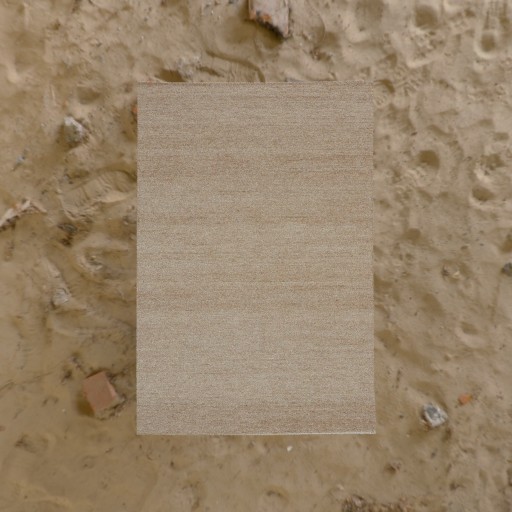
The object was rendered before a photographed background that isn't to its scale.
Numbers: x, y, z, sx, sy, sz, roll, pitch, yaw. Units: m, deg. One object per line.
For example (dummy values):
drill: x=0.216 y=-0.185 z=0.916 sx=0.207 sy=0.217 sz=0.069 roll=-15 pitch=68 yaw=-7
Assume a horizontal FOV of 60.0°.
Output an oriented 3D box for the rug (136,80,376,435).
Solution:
rug: x=0.000 y=0.000 z=2.923 sx=1.574 sy=0.029 sz=2.346 roll=0 pitch=89 yaw=-1
